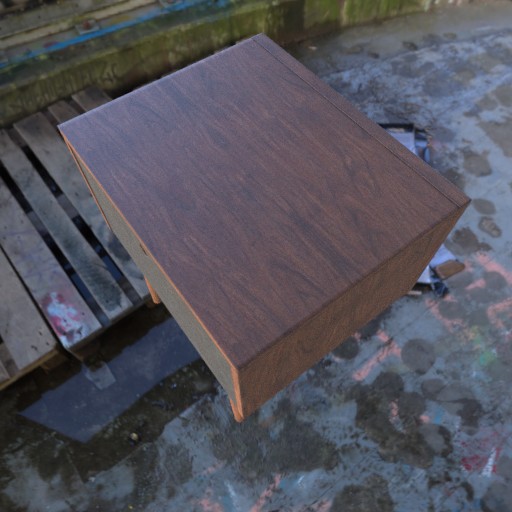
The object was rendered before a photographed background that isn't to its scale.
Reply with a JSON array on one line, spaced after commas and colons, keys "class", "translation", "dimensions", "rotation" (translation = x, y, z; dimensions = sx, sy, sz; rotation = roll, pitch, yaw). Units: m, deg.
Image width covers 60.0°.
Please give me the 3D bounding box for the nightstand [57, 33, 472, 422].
[{"class": "nightstand", "translation": [0.000, 0.000, 0.966], "dimensions": [0.445, 0.607, 0.521], "rotation": [-33, 65, -18]}]
